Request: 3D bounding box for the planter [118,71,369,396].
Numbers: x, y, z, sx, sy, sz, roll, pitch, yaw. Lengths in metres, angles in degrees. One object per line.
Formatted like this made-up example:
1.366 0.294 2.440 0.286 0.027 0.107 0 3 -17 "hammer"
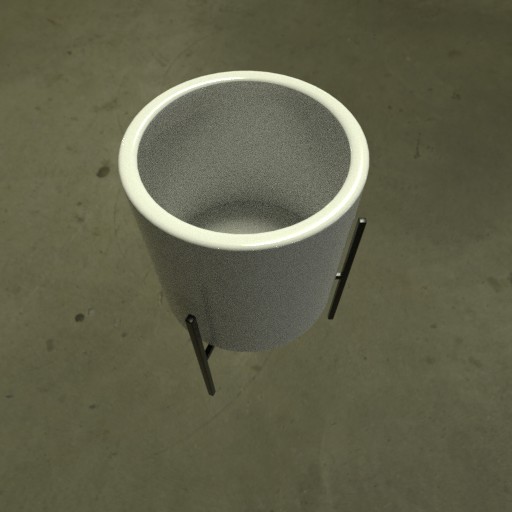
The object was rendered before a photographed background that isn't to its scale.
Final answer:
0.000 0.000 0.535 0.239 0.356 0.239 0 57 0 "planter"
